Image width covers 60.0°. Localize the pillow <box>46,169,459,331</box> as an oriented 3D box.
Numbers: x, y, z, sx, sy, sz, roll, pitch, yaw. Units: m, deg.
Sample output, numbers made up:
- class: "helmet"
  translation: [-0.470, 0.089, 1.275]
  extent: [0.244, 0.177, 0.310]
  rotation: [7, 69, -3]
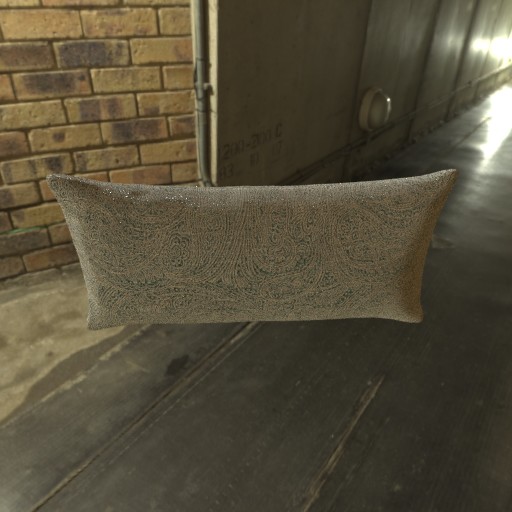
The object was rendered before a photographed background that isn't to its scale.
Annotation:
- class: "pillow"
  translation: [0.000, 0.000, 0.736]
  extent: [0.615, 0.295, 0.151]
  rotation: [-1, 31, -2]
